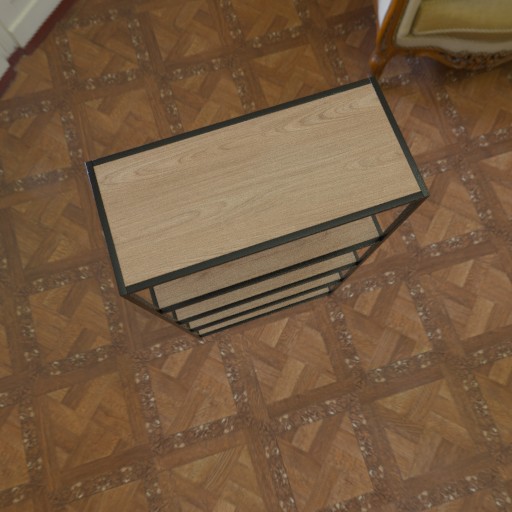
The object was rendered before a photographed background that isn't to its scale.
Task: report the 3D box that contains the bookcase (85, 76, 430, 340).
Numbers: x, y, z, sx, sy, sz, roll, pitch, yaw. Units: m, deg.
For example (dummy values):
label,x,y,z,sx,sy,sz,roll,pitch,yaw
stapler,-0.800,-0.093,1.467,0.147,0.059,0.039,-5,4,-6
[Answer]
label,x,y,z,sx,sy,sz,roll,pitch,yaw
bookcase,0.000,0.000,1.802,0.770,1.500,0.350,-18,76,-5
